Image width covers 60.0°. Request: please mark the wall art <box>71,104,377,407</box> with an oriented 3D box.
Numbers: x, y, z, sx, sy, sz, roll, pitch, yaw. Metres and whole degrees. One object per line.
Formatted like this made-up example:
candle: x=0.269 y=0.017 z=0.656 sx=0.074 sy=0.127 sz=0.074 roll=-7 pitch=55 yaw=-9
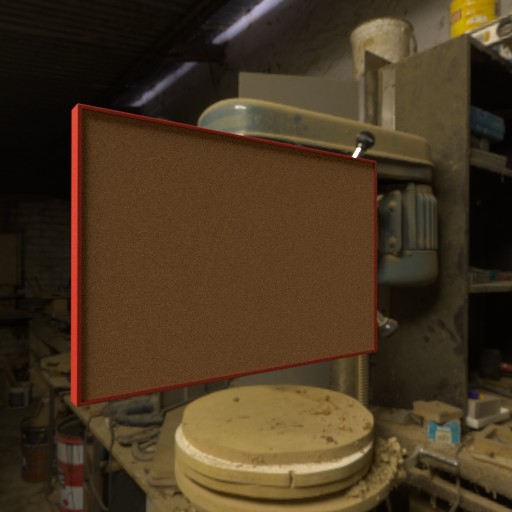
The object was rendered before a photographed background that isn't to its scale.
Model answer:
wall art: x=0.000 y=0.000 z=0.779 sx=0.607 sy=0.405 sz=0.033 roll=0 pitch=-1 yaw=-35
